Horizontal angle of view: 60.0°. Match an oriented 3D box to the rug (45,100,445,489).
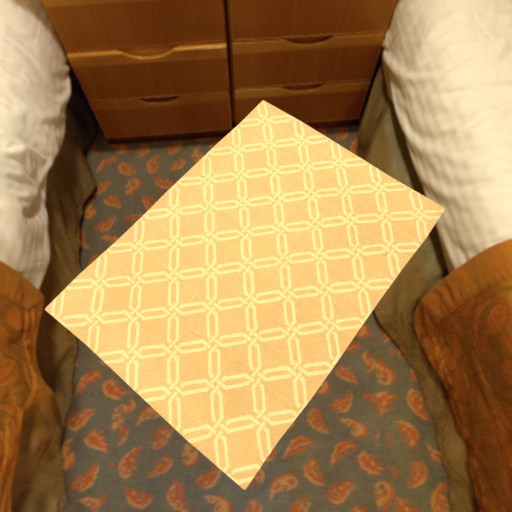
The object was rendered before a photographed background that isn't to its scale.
[{"bbox_3d":[0.000,0.000,4.403,2.452,0.020,3.365,36,70,15],"label":"rug"}]
